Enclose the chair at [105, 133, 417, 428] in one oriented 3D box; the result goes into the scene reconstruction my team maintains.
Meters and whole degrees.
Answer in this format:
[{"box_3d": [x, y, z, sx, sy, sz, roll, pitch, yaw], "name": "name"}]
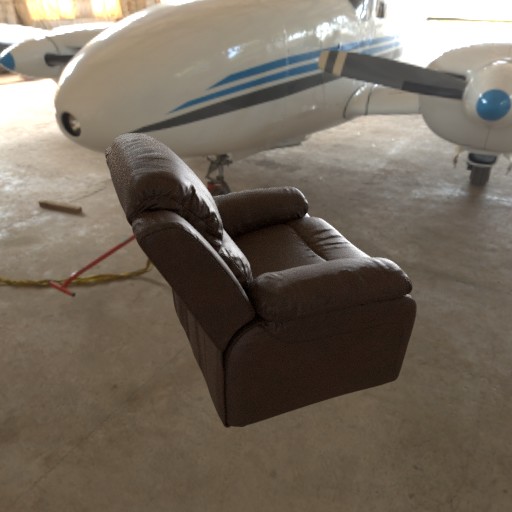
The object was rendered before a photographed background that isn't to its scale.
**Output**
[{"box_3d": [0.000, 0.000, 1.272, 0.707, 0.702, 0.680, -11, 32, -19], "name": "chair"}]
